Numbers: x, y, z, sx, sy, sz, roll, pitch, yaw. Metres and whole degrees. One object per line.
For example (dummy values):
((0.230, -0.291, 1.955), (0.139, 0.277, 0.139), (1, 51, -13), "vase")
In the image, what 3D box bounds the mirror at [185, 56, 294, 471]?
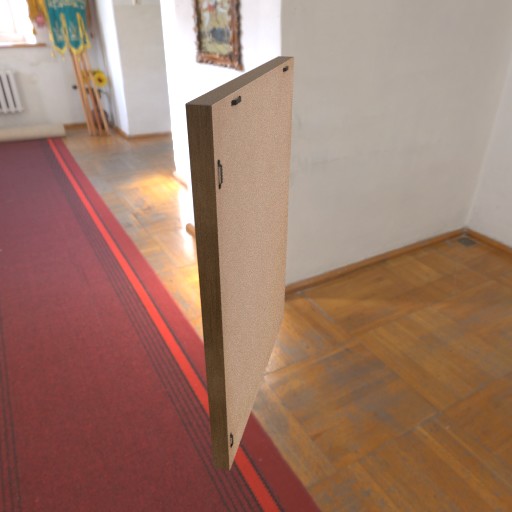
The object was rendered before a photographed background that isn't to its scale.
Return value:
((0.000, 0.000, 0.924), (0.040, 0.710, 0.507), (8, 31, 13), "mirror")
